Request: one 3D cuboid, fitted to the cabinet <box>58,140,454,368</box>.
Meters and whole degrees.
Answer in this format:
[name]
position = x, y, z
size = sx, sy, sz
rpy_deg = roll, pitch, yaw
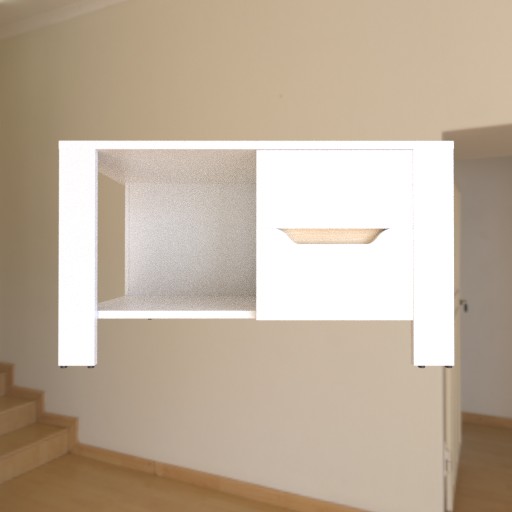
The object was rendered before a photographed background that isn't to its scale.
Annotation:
[cabinet]
position = 0.000, 0.000, 1.294
size = 0.800, 0.460, 0.800
rpy_deg = 0, -1, 0
